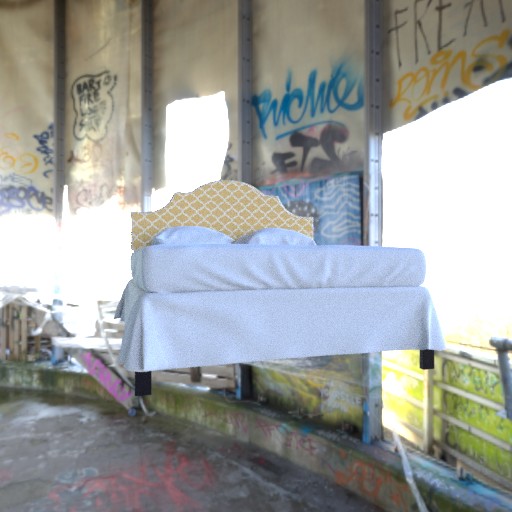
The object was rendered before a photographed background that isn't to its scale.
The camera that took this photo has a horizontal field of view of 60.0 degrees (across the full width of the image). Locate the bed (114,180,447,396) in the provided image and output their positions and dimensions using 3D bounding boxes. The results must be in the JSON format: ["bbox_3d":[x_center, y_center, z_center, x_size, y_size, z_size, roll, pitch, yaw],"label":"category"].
[{"bbox_3d":[0.000,0.000,3.781,2.314,1.601,2.222,0,0,-18],"label":"bed"}]
